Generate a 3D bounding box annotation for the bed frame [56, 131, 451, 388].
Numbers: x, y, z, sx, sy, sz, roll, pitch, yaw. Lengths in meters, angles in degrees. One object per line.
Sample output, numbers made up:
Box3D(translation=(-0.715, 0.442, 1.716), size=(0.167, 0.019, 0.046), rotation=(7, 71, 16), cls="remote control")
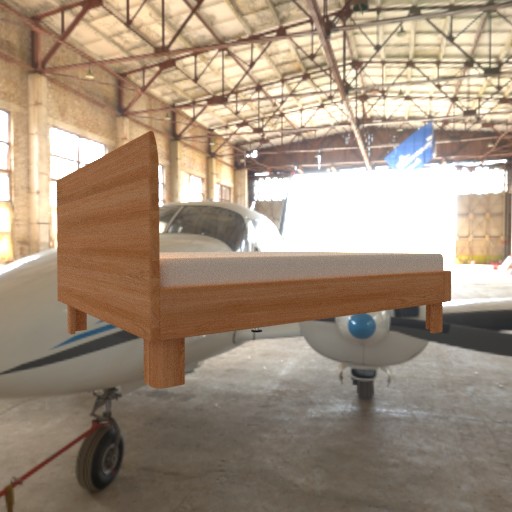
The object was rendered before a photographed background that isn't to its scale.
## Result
Box3D(translation=(0.000, 0.000, 2.747), size=(1.992, 0.940, 1.472), rotation=(-1, 2, -36), cls="bed frame")
